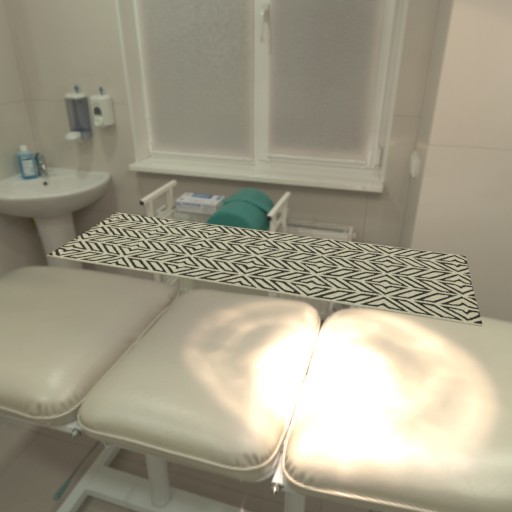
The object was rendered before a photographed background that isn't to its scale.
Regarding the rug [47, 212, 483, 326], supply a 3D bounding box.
[{"bbox_3d":[0.000,0.000,2.694,2.435,0.009,0.750,8,28,15],"label":"rug"}]
